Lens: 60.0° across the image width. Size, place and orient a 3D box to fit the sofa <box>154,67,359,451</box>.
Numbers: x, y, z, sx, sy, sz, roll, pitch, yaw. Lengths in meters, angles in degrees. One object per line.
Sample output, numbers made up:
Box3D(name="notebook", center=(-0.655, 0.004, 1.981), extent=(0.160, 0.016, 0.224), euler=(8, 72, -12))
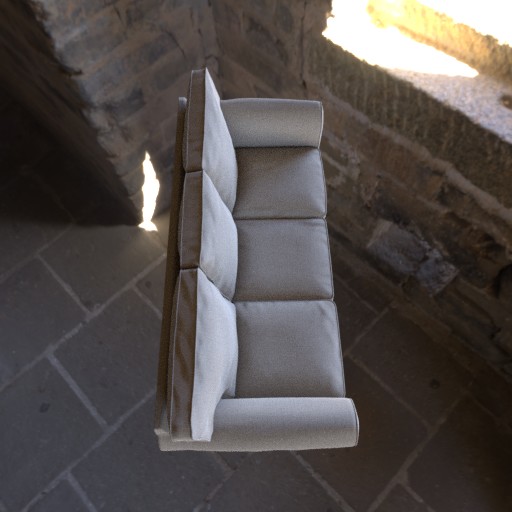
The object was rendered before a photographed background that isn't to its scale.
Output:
Box3D(name="sofa", center=(0.000, 0.000, 2.569), extent=(0.916, 0.961, 2.084), euler=(-1, 64, -1))
